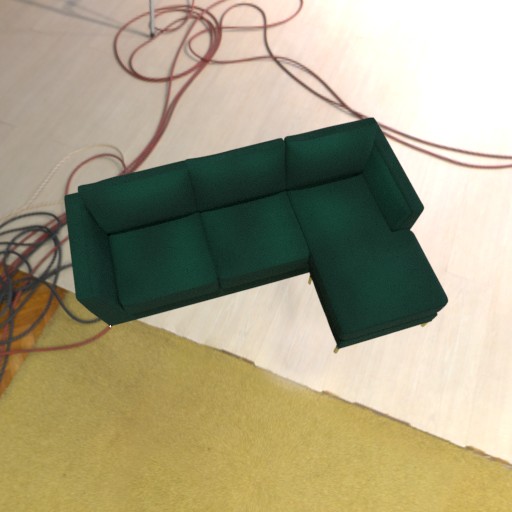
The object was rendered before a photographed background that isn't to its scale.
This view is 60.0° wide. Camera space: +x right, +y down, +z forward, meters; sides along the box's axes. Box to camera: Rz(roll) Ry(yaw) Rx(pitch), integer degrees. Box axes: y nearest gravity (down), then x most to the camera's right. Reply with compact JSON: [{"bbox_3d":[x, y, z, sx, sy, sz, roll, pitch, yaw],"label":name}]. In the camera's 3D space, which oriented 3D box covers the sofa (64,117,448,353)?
[{"bbox_3d":[0.000,0.000,3.221,2.441,1.007,1.489,-15,64,-7],"label":"sofa"}]
